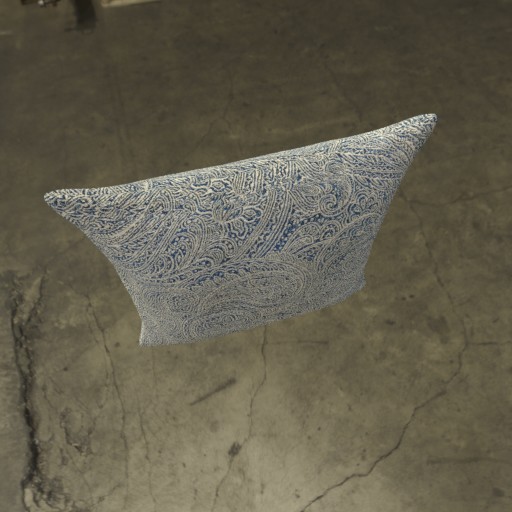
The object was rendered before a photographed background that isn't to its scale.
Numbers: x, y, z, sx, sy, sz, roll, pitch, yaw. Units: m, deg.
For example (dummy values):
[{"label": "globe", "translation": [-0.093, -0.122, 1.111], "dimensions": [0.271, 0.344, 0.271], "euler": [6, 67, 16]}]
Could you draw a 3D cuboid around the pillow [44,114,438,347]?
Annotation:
[{"label": "pillow", "translation": [0.000, 0.000, 0.776], "dimensions": [0.523, 0.510, 0.166], "euler": [-14, 59, -8]}]
